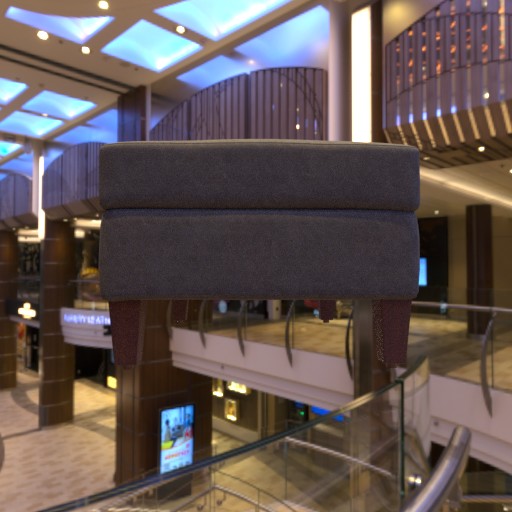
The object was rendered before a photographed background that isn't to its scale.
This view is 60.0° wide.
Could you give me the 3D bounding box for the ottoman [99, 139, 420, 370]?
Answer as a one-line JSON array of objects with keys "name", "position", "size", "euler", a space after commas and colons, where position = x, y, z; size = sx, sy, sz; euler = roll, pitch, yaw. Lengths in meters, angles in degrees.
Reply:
[{"name": "ottoman", "position": [0.000, 0.000, 1.252], "size": [0.639, 0.464, 0.839], "euler": [0, -1, -2]}]
